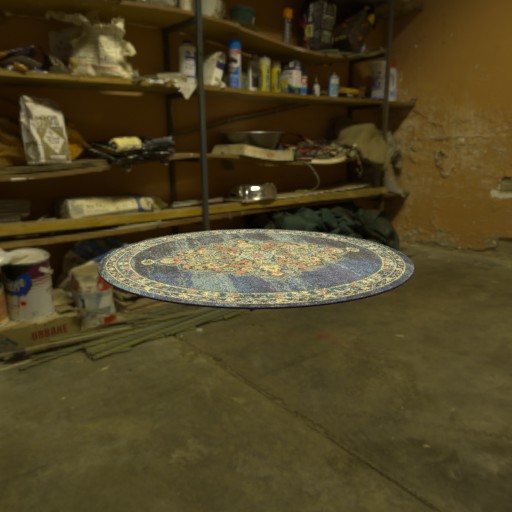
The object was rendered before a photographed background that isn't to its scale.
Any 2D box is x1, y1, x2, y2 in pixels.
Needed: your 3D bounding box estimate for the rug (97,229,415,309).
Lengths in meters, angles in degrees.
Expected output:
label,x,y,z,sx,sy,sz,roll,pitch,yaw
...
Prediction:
label,x,y,z,sx,sy,sz,roll,pitch,yaw
rug,0.000,0.000,2.354,1.591,0.010,1.591,0,14,0
